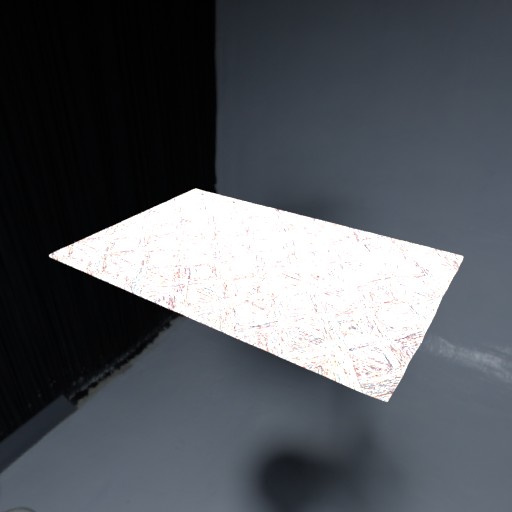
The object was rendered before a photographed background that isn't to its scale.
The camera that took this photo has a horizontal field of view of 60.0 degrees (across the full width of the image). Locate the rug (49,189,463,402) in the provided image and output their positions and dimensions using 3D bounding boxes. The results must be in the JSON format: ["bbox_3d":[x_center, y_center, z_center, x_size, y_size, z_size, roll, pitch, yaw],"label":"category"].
[{"bbox_3d":[0.000,0.000,2.235,1.761,0.014,1.143,18,33,29],"label":"rug"}]
